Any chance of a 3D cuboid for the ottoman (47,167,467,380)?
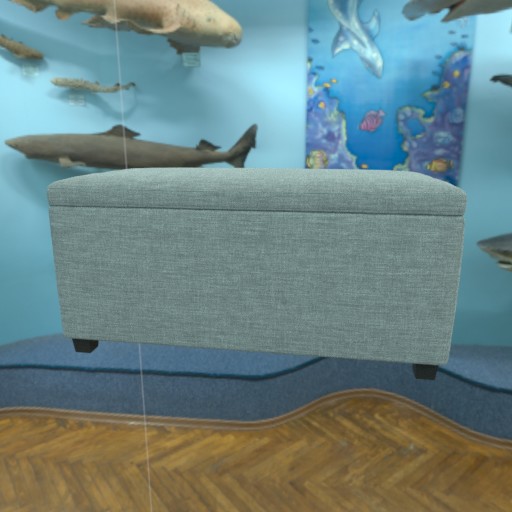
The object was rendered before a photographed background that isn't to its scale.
[{"bbox_3d":[0.000,0.000,1.140,0.902,0.432,0.419,2,15,9],"label":"ottoman"}]
